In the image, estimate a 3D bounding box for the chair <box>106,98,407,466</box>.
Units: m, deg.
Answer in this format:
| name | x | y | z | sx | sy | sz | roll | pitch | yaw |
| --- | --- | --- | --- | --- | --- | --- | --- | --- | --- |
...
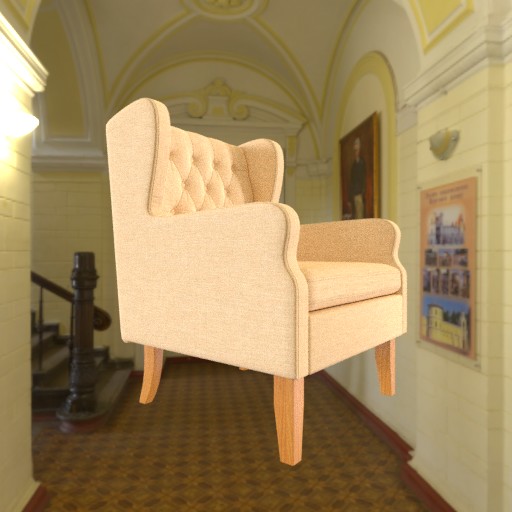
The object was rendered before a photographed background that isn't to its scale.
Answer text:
| name | x | y | z | sx | sy | sz | roll | pitch | yaw |
| --- | --- | --- | --- | --- | --- | --- | --- | --- | --- |
| chair | 0.000 | 0.000 | 1.448 | 0.760 | 0.930 | 0.710 | 0 | 1 | 37 |
